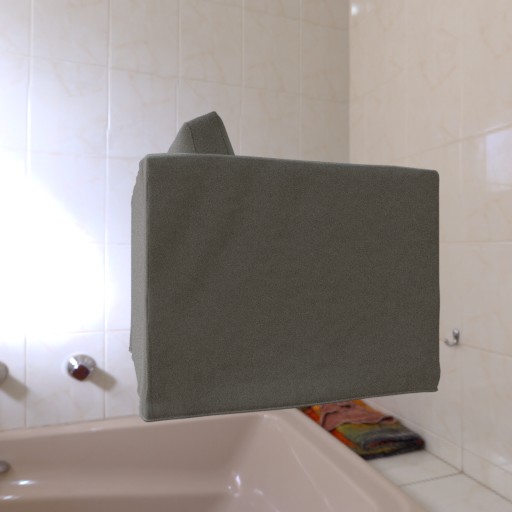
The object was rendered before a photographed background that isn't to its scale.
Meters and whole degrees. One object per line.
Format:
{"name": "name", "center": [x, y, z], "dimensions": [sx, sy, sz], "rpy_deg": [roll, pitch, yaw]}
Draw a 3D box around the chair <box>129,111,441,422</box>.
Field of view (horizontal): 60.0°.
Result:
{"name": "chair", "center": [0.000, 0.000, 1.760], "dimensions": [0.949, 0.863, 1.057], "rpy_deg": [0, 0, -18]}
